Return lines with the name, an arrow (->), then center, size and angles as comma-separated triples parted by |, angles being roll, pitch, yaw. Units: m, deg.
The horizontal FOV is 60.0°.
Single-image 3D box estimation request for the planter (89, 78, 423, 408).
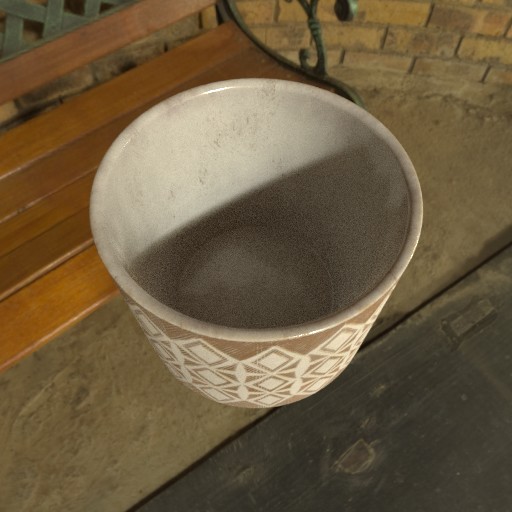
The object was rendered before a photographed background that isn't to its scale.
planter -> 0.000, 0.000, 0.331 | 0.193, 0.165, 0.193 | 0, 59, 0
